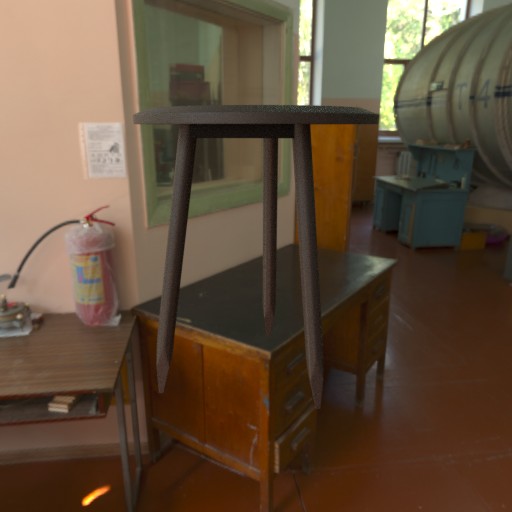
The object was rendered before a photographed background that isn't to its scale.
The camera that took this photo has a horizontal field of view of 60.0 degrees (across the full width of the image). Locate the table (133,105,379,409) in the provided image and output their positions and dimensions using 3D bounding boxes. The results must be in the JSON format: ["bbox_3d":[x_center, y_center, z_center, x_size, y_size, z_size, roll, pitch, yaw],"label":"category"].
[{"bbox_3d":[0.000,0.000,0.932,0.457,0.585,0.457,0,16,0],"label":"table"}]
